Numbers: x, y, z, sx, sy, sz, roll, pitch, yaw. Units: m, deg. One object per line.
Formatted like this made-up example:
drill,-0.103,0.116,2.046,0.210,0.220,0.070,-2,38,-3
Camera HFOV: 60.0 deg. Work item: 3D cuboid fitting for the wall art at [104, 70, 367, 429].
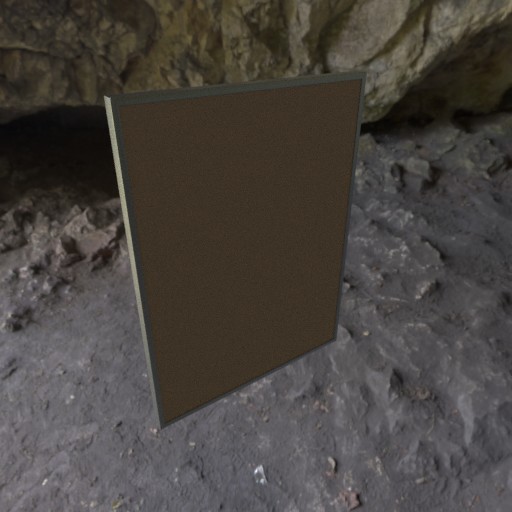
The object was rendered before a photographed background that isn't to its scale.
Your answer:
wall art,0.000,0.000,1.440,0.803,1.062,0.041,-19,34,-30
